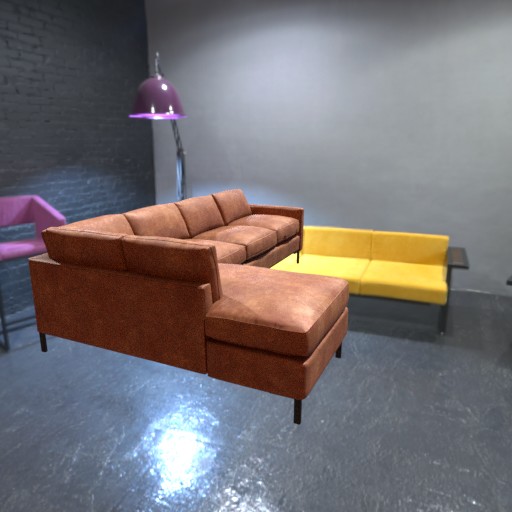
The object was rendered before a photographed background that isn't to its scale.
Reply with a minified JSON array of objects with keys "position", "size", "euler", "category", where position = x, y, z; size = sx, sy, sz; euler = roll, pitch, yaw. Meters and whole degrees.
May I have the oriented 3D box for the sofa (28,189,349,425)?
[{"position":[0.000,0.000,3.802],"size":[1.938,0.877,2.984],"euler":[7,16,24],"category":"sofa"}]
